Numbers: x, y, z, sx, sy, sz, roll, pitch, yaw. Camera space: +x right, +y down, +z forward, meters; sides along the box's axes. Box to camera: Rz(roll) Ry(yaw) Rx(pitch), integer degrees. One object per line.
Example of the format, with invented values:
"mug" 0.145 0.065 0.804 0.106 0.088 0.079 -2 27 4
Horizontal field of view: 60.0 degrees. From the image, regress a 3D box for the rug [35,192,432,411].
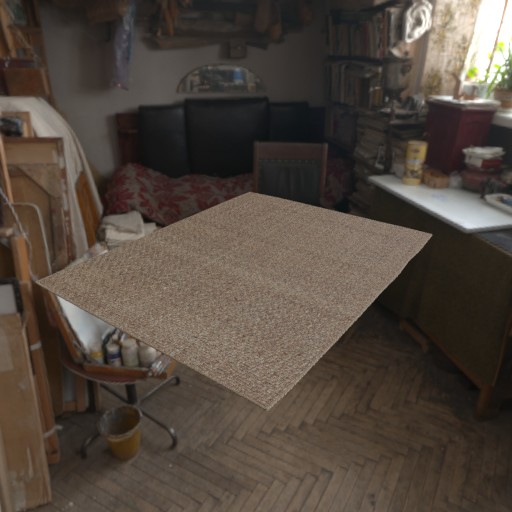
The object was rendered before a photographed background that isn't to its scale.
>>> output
"rug" 0.000 0.000 4.184 2.439 0.013 3.048 18 32 32
